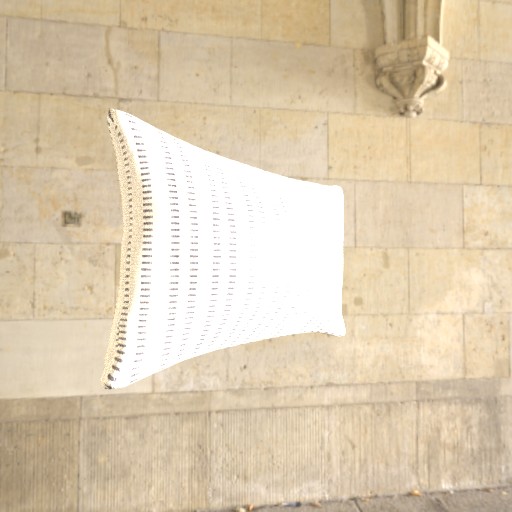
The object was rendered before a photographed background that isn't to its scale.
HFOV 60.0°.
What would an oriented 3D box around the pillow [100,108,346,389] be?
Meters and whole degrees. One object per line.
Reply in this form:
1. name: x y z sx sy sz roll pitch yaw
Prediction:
1. pillow: 0.000 0.000 0.802 0.210 0.353 0.640 -2 -3 37
